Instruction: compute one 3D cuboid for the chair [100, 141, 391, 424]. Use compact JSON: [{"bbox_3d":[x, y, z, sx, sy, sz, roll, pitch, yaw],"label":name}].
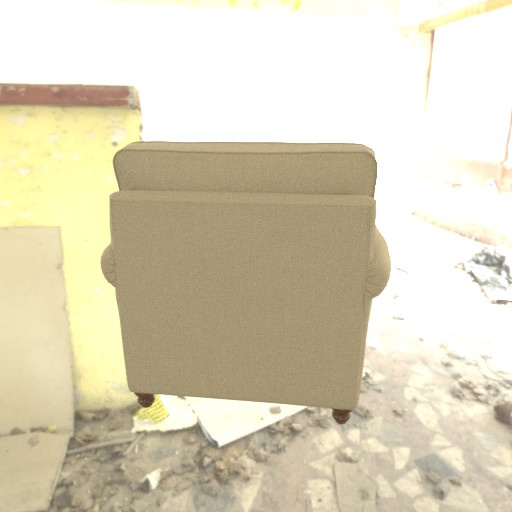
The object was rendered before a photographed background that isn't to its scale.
[{"bbox_3d":[0.000,0.000,1.873,1.029,0.967,0.966,2,18,7],"label":"chair"}]
